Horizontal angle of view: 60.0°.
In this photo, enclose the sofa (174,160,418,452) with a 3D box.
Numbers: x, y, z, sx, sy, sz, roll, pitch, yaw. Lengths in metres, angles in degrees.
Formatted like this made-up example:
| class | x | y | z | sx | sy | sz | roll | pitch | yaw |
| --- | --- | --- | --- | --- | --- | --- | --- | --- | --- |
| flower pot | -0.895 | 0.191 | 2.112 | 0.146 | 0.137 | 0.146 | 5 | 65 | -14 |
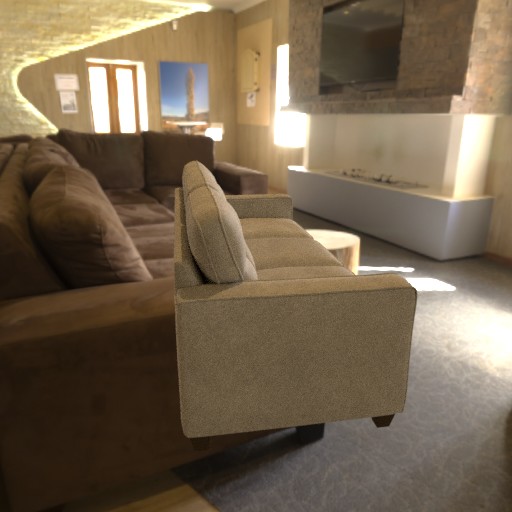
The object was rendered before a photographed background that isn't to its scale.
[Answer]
| class | x | y | z | sx | sy | sz | roll | pitch | yaw |
| --- | --- | --- | --- | --- | --- | --- | --- | --- | --- |
| sofa | 0.000 | 0.000 | 2.647 | 0.939 | 0.965 | 2.133 | -3 | 18 | -9 |
